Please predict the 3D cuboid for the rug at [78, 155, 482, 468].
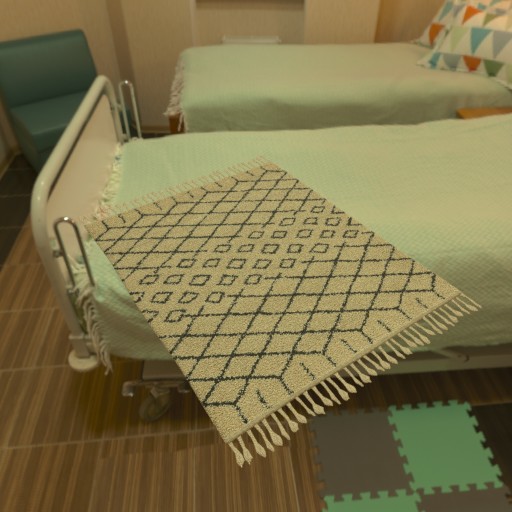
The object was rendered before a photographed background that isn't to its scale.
[{"bbox_3d":[0.000,0.000,4.183,2.388,0.030,3.213,-24,46,-25],"label":"rug"}]
